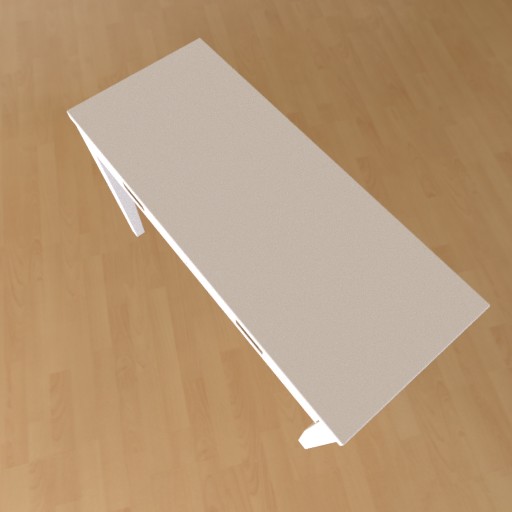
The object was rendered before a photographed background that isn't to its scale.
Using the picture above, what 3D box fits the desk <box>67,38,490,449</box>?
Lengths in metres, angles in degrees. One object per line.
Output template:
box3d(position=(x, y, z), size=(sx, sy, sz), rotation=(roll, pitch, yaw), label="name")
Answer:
box3d(position=(0.000, 0.000, 1.578), size=(0.508, 0.775, 1.220), rotation=(-37, 70, -15), label="desk")
